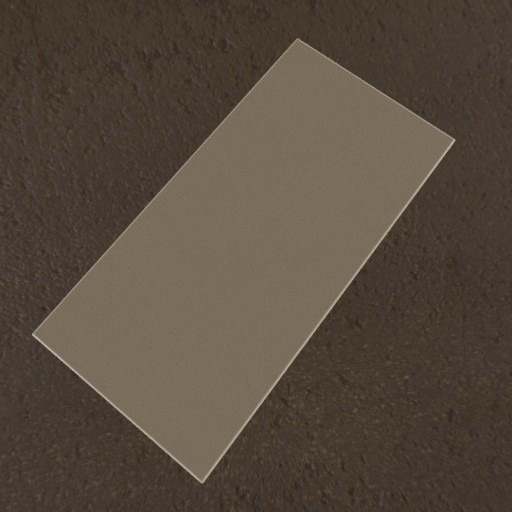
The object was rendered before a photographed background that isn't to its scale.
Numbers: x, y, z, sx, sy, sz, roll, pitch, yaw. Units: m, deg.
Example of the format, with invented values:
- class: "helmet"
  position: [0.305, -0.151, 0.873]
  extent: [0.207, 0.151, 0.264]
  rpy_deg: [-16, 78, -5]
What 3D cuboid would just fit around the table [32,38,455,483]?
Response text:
- class: "table"
  position: [0.000, 0.000, 1.411]
  extent: [0.550, 0.510, 1.107]
  rpy_deg: [37, 78, 9]
